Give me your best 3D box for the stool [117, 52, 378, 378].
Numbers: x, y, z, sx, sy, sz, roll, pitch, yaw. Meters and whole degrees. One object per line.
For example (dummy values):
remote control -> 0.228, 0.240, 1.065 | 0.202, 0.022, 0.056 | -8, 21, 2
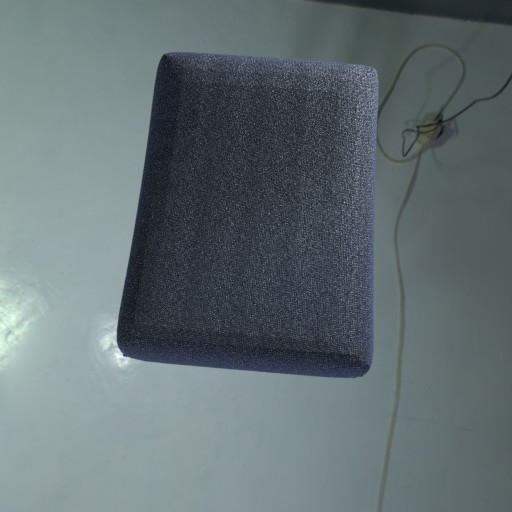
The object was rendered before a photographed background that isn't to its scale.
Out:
stool -> 0.000, 0.000, 0.992 | 0.358, 0.740, 0.498 | 5, 76, 1
